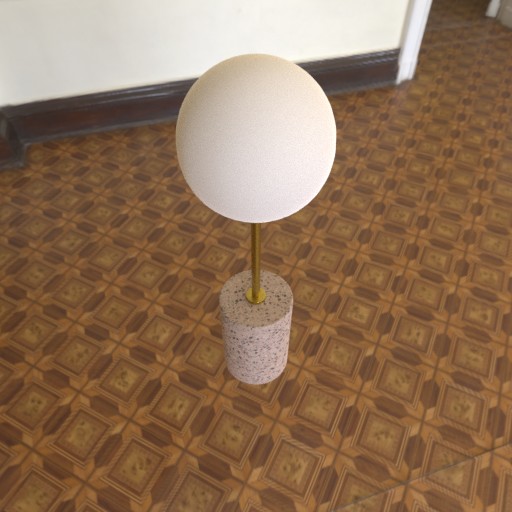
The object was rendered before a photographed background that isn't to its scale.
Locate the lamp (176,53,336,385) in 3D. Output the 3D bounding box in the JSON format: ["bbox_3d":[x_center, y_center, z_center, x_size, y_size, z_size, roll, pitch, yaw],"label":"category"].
[{"bbox_3d":[0.000,0.000,0.548,0.153,0.480,0.153,0,47,0],"label":"lamp"}]
